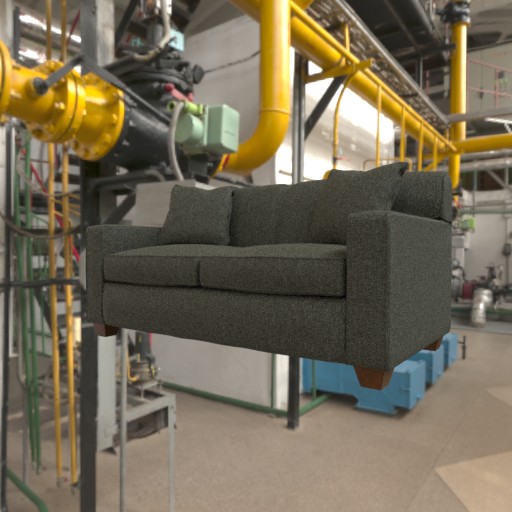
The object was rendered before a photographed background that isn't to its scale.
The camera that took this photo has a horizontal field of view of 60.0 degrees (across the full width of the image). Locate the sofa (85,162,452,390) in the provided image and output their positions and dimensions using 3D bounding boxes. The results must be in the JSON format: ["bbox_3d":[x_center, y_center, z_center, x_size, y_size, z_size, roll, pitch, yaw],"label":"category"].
[{"bbox_3d":[0.000,0.000,2.458,1.846,0.958,0.998,1,1,36],"label":"sofa"}]
